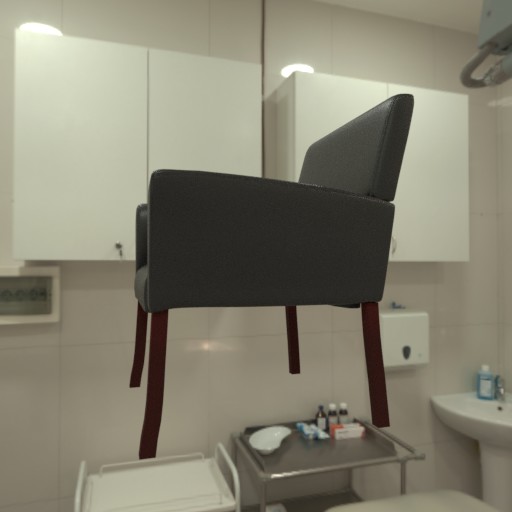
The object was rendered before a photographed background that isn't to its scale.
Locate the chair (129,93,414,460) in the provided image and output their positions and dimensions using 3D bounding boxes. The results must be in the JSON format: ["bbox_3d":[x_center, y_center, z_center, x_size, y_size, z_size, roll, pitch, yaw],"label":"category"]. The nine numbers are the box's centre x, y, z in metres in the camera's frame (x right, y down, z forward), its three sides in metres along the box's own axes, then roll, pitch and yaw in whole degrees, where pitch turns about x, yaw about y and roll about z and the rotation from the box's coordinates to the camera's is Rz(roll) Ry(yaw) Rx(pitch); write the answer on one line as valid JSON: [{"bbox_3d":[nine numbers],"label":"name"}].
[{"bbox_3d":[0.000,0.000,1.452,0.772,0.951,0.683,0,-1,-18],"label":"chair"}]
